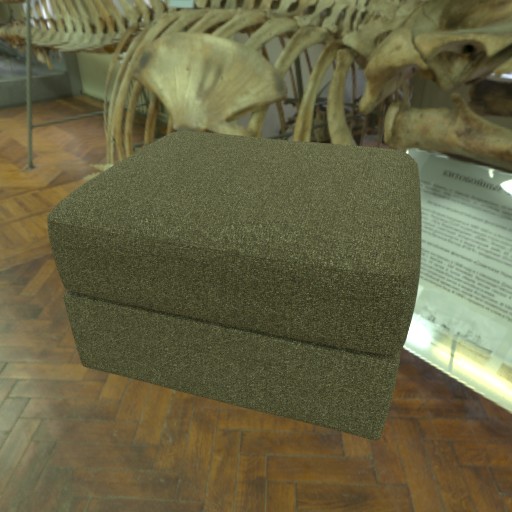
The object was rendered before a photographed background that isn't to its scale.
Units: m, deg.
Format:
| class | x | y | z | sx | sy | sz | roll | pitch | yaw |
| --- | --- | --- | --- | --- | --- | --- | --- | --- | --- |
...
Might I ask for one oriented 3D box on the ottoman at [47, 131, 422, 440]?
| class | x | y | z | sx | sy | sz | roll | pitch | yaw |
| --- | --- | --- | --- | --- | --- | --- | --- | --- | --- |
| ottoman | 0.000 | 0.000 | 1.105 | 0.742 | 0.476 | 0.598 | 9 | 32 | 15 |
